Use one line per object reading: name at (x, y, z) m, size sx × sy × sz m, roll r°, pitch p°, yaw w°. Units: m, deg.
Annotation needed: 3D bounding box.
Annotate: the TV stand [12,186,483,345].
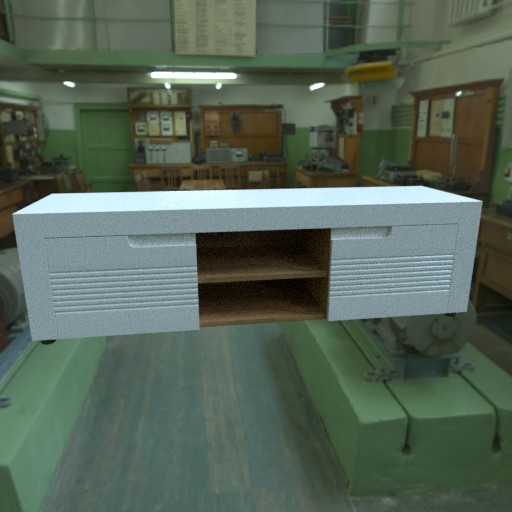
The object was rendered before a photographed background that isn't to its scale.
TV stand at (0.000, 0.000, 1.657) m, size 1.500 × 0.440 × 0.410 m, roll -2°, pitch 16°, yaw -8°
